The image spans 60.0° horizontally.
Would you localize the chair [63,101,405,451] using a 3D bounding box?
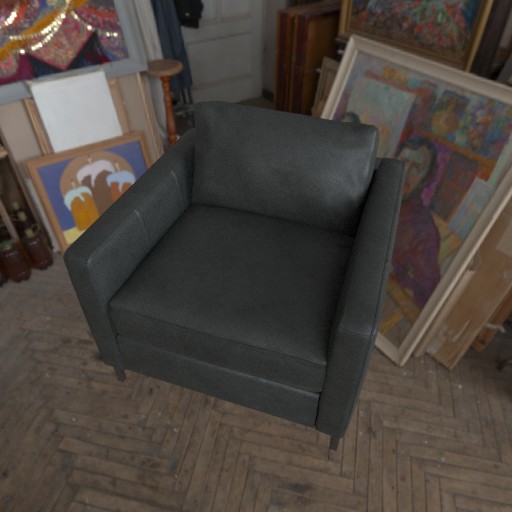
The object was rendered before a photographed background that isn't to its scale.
[{"bbox_3d":[0.000,0.000,1.514,0.967,0.824,0.861,13,43,14],"label":"chair"}]
